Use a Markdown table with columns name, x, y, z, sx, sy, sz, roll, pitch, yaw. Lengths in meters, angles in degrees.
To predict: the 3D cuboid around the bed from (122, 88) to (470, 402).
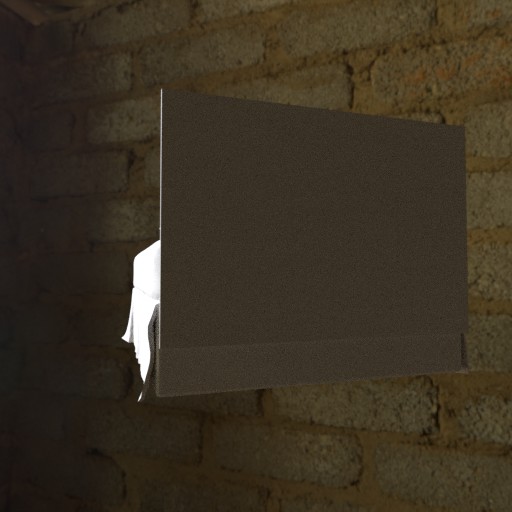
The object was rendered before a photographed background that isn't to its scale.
| name | x | y | z | sx | sy | sz | roll | pitch | yaw |
| --- | --- | --- | --- | --- | --- | --- | --- | --- | --- |
| bed | 0.000 | 0.000 | 3.089 | 1.745 | 1.335 | 2.094 | 1 | -2 | -18 |
